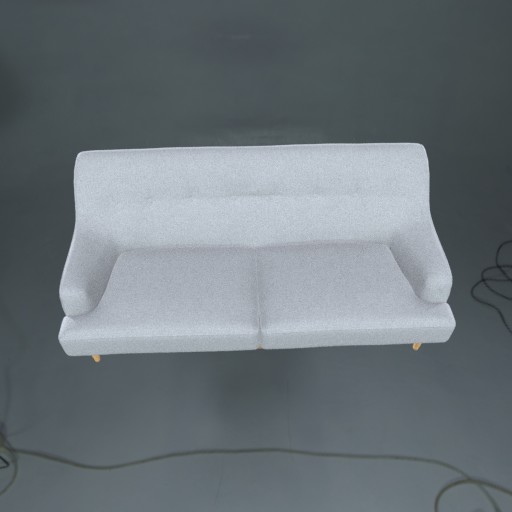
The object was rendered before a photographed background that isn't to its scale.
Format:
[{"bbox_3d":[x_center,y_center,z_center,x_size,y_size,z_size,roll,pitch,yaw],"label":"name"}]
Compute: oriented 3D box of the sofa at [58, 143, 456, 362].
[{"bbox_3d":[0.000,0.000,2.523,2.057,0.871,0.978,-2,47,-2],"label":"sofa"}]
